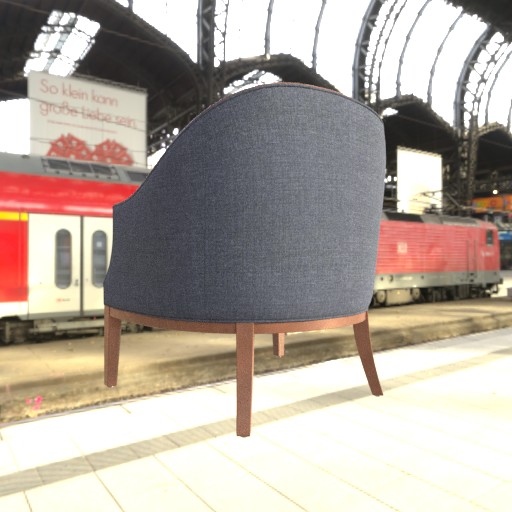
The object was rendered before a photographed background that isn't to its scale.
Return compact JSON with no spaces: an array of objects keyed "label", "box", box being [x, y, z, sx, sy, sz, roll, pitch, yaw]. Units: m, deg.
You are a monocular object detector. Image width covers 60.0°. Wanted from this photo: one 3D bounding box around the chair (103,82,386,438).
[{"label":"chair","box":[0.000,0.000,1.460,0.803,0.876,0.735,0,0,-38]}]
